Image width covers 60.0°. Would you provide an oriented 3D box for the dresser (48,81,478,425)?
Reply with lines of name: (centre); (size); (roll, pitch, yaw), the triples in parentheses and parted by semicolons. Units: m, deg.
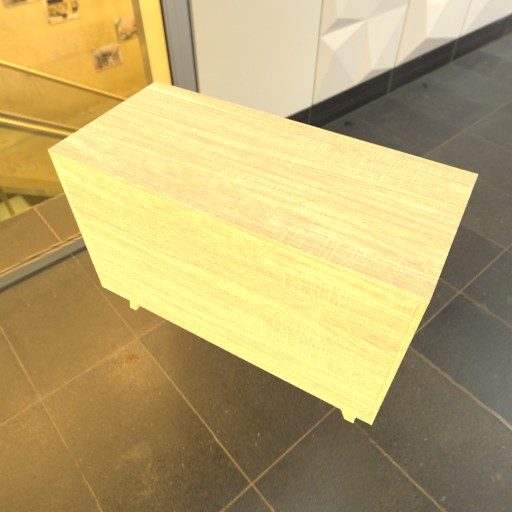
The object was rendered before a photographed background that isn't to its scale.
dresser: (0.000, 0.000, 1.533); (1.110, 0.780, 0.500); (23, 51, 20)
